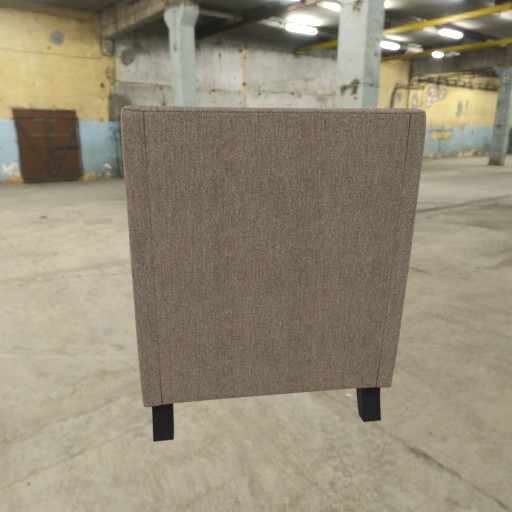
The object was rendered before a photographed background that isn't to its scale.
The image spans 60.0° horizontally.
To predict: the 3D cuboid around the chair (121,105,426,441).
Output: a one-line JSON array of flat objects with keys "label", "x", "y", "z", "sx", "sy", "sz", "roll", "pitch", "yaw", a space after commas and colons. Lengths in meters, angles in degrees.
[{"label": "chair", "x": 0.000, "y": 0.000, "z": 1.595, "sx": 0.776, "sy": 0.967, "sz": 0.884, "roll": -2, "pitch": 15, "yaw": -8}]
